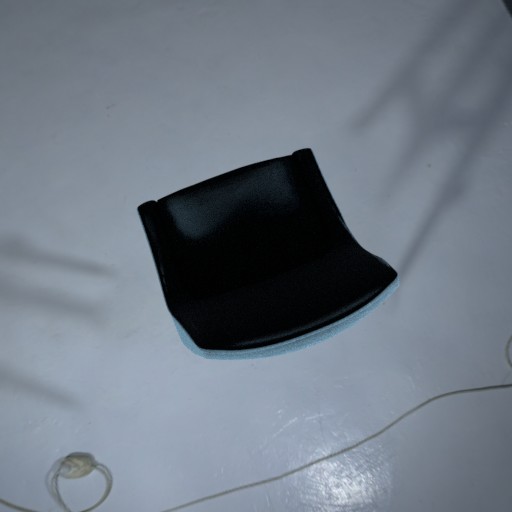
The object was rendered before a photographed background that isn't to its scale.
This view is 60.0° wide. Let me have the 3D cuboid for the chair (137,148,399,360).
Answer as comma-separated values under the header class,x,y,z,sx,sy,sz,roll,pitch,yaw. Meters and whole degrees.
class,x,y,z,sx,sy,sz,roll,pitch,yaw
chair,0.000,0.000,1.186,0.529,0.861,0.544,-20,77,-5
